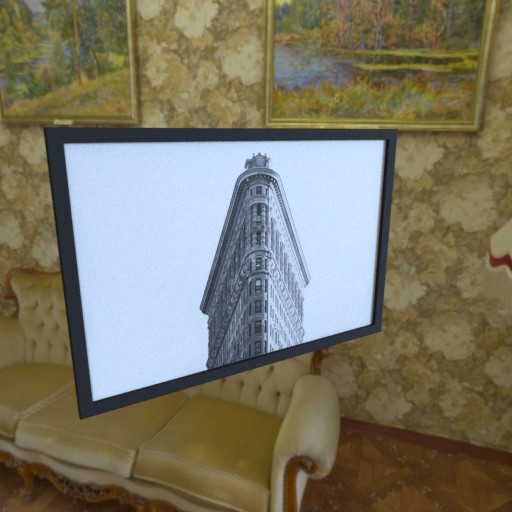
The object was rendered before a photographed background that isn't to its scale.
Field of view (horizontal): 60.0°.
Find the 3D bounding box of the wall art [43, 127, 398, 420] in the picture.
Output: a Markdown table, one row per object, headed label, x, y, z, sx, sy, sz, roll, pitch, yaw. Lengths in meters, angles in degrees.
| label | x | y | z | sx | sy | sz | roll | pitch | yaw |
| --- | --- | --- | --- | --- | --- | --- | --- | --- | --- |
| wall art | 0.000 | 0.000 | 1.192 | 0.964 | 0.659 | 0.049 | -8 | 18 | -27 |
